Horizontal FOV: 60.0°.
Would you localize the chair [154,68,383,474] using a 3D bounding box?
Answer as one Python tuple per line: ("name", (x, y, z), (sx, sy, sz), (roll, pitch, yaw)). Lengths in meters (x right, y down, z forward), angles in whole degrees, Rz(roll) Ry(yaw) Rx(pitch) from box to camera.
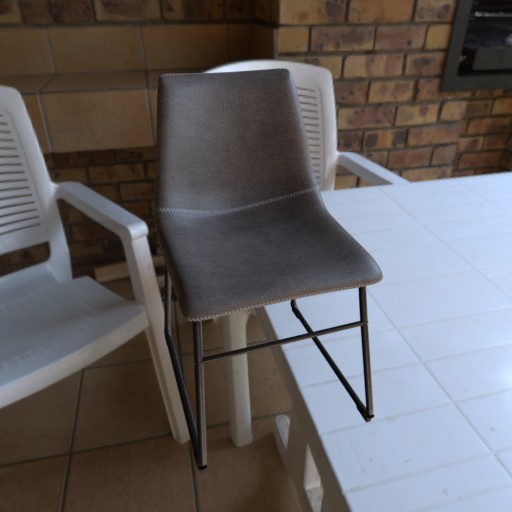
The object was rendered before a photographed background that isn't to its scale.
("chair", (0.000, 0.000, 1.092), (0.460, 0.780, 0.550), (-10, 32, -16))
